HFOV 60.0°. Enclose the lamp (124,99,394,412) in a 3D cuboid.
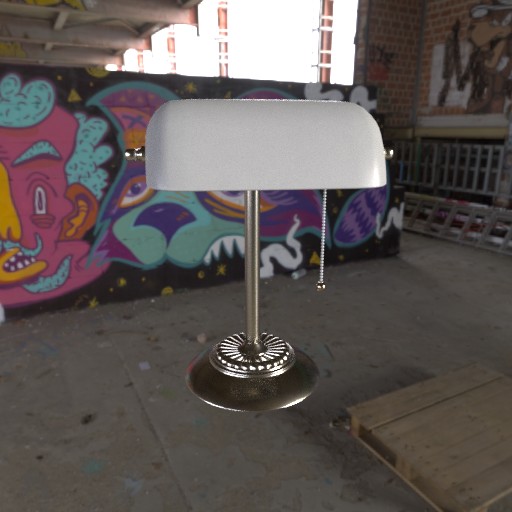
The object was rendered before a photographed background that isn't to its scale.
[{"bbox_3d":[0.000,0.000,0.518,0.264,0.339,0.243,-2,16,-8],"label":"lamp"}]
